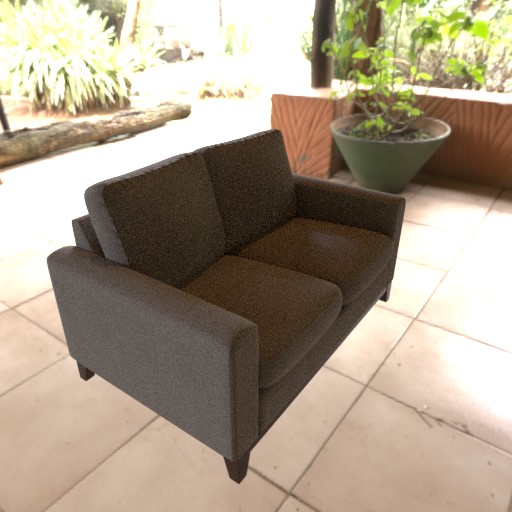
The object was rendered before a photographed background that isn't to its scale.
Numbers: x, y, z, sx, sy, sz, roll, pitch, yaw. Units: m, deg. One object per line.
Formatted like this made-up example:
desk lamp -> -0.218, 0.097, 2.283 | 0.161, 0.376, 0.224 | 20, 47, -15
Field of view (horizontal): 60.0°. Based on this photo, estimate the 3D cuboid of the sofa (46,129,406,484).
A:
sofa -> 0.000, 0.000, 1.987 | 0.917, 0.873, 1.420 | 18, 33, 31
